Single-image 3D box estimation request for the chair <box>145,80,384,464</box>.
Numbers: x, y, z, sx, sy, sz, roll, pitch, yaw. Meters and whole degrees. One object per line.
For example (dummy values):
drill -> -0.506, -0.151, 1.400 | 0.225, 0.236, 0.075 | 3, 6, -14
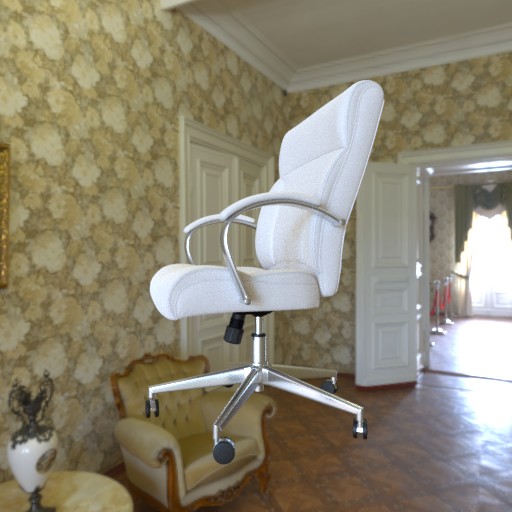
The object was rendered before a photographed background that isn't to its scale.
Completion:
chair -> 0.000, 0.000, 1.562 | 0.745, 1.099, 0.727 | 0, 0, -18
